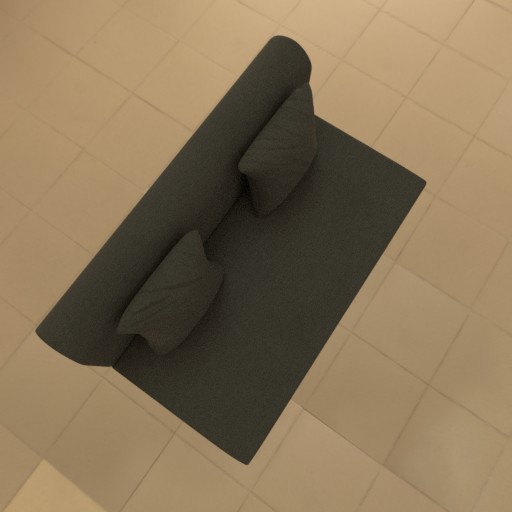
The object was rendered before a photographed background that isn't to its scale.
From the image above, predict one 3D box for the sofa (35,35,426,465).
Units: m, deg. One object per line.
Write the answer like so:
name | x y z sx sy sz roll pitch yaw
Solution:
sofa | 0.000 0.000 1.620 0.762 0.670 1.225 33 77 9
